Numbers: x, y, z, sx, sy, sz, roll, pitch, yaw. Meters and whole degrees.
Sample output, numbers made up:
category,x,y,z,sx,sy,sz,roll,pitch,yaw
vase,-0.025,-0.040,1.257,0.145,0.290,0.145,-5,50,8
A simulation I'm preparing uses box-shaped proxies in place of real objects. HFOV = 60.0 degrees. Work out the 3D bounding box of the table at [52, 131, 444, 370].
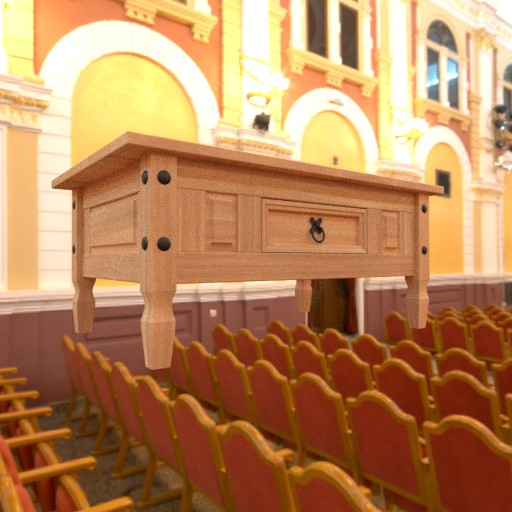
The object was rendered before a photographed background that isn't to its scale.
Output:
category,x,y,z,sx,sy,sz,roll,pitch,yaw
table,0.000,0.000,1.310,1.000,0.437,0.600,0,-1,-36
